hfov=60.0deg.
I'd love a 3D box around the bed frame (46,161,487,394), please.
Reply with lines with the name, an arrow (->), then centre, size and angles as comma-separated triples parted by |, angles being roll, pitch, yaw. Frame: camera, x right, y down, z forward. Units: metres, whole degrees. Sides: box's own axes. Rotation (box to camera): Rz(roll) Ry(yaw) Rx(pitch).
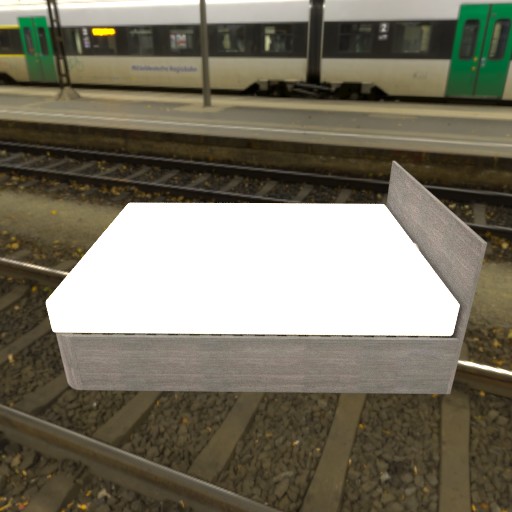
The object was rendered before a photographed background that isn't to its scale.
bed frame -> 0.000, 0.000, 2.617 | 1.900, 0.800, 1.400 | 0, 26, 1
